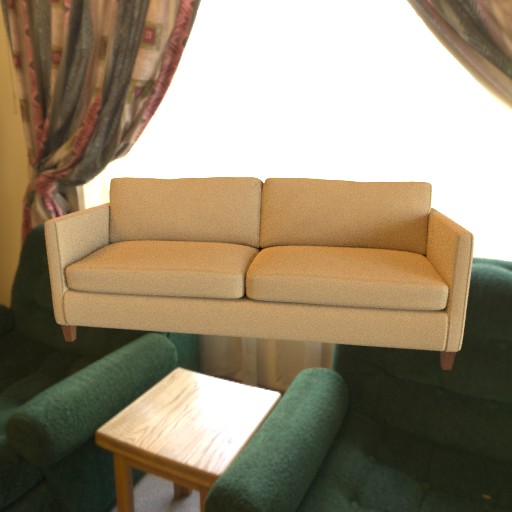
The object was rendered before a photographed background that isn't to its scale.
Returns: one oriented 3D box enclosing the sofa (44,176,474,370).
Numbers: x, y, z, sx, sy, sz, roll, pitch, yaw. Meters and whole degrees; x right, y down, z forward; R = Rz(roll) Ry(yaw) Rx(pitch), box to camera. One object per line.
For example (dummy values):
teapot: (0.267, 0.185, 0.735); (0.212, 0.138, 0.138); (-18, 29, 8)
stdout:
sofa: (0.000, 0.000, 2.858); (2.361, 0.968, 0.951); (2, 15, 9)
